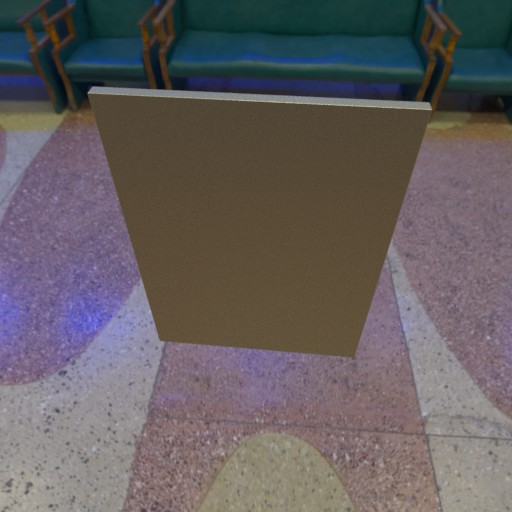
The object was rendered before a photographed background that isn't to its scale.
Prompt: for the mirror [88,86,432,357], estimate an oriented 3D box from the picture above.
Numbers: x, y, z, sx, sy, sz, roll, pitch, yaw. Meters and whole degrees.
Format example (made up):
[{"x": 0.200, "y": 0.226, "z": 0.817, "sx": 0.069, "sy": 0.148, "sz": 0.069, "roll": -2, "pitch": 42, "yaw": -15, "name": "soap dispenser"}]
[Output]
[{"x": 0.000, "y": 0.000, "z": 1.351, "sx": 0.756, "sy": 1.023, "sz": 0.032, "roll": 4, "pitch": 47, "yaw": 4, "name": "mirror"}]
